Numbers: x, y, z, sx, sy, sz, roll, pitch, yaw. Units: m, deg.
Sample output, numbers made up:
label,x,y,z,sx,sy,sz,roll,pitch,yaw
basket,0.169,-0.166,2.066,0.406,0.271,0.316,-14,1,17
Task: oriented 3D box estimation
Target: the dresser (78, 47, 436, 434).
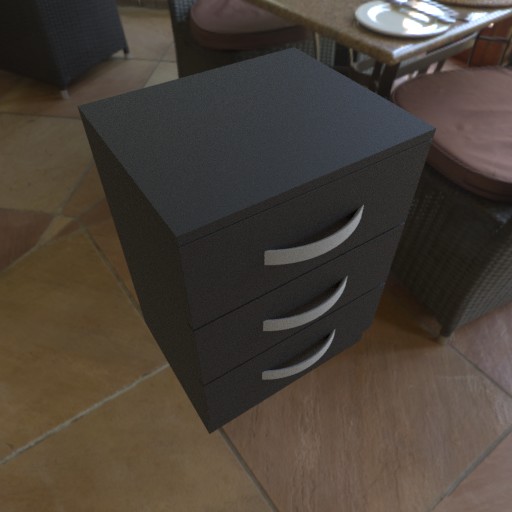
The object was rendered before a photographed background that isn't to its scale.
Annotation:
label,x,y,z,sx,sy,sz,roll,pitch,yaw
dresser,0.000,0.000,0.834,0.400,0.560,0.360,-25,52,-22
